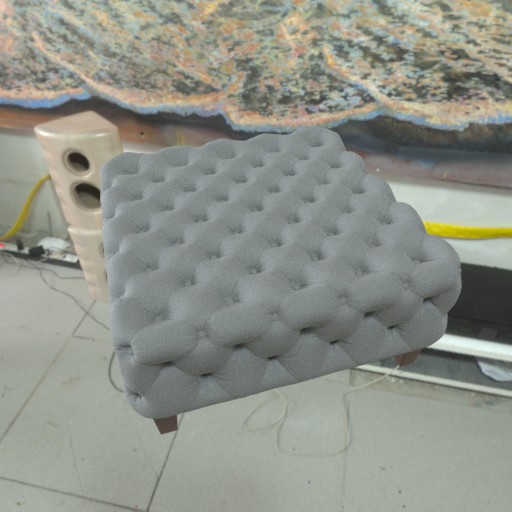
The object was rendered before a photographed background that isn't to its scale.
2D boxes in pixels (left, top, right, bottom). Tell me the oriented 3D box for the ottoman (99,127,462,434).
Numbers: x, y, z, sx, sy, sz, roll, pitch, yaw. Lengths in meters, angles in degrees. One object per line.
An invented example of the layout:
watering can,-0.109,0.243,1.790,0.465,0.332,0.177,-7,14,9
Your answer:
ottoman,0.000,0.000,1.444,0.911,0.439,0.917,-11,41,-13
